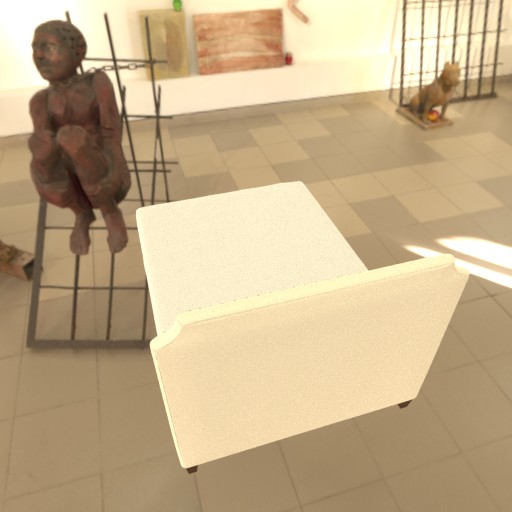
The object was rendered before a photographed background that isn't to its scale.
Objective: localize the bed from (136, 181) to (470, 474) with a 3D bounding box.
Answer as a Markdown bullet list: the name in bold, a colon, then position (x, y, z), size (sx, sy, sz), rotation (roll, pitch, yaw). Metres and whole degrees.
- **bed**: position (0.000, 0.000, 3.414), size (1.712, 1.497, 2.372), rotation (-12, 42, -13)
